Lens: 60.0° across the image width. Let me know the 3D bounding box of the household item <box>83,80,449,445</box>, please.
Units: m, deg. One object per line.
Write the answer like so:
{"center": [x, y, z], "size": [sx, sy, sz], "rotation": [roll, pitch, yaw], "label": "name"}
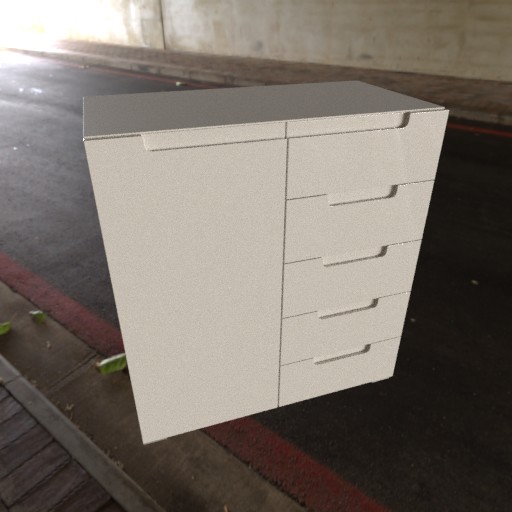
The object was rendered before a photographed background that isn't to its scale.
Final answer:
{"center": [0.000, 0.000, 1.302], "size": [0.800, 0.870, 0.420], "rotation": [-10, 32, -16], "label": "household item"}
